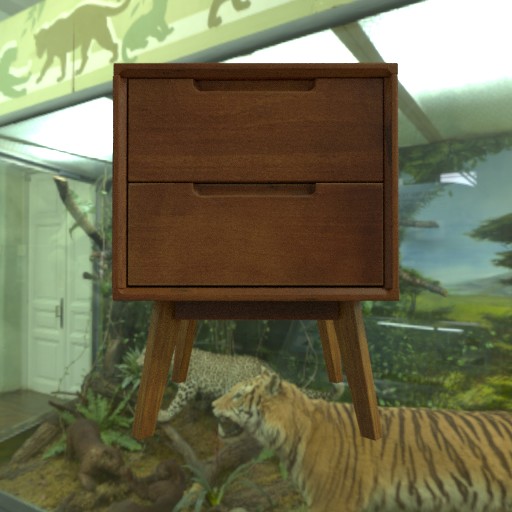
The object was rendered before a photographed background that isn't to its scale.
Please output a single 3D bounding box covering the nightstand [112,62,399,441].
[{"bbox_3d":[0.000,0.000,0.915,0.460,0.618,0.411,0,-1,0],"label":"nightstand"}]
